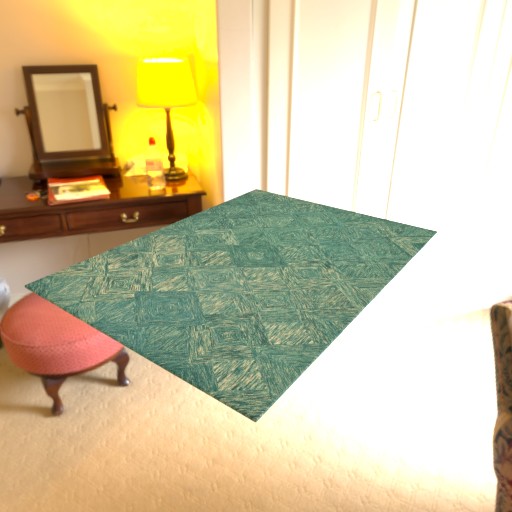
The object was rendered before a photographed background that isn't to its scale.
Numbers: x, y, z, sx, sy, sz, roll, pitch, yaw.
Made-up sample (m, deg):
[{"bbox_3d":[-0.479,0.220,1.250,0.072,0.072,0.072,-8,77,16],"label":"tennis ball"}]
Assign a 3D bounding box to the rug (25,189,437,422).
[{"bbox_3d":[0.000,0.000,4.191,2.405,0.027,3.217,18,32,32],"label":"rug"}]
